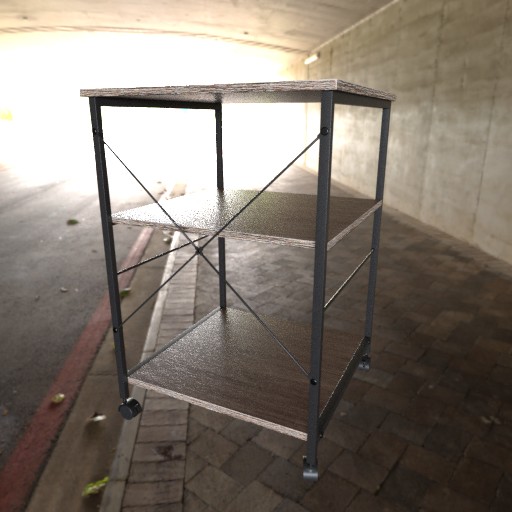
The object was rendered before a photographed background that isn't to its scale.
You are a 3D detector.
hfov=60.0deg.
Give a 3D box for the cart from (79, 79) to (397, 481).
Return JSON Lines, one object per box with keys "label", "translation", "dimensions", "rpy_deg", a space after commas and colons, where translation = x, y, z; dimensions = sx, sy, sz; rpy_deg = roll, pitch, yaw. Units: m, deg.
{"label": "cart", "translation": [0.000, 0.000, 1.096], "dimensions": [0.521, 0.762, 0.520], "rpy_deg": [8, 19, 25]}
